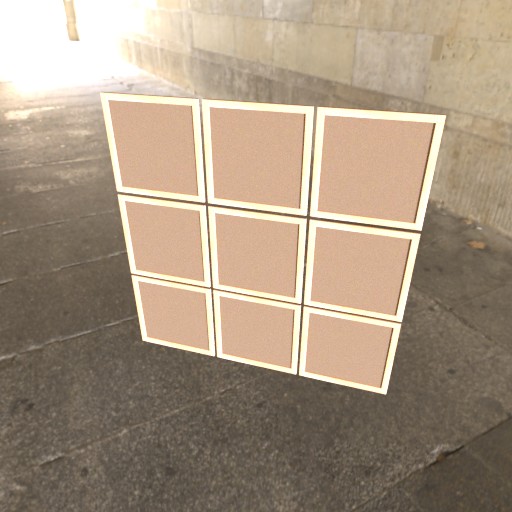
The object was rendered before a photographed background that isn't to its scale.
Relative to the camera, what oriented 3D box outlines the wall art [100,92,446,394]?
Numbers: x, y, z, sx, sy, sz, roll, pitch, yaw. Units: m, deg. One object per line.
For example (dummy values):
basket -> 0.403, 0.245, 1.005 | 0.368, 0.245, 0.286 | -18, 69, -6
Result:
wall art -> 0.000, 0.000, 1.822 | 1.216, 1.218, 0.013 | 9, 32, 15
